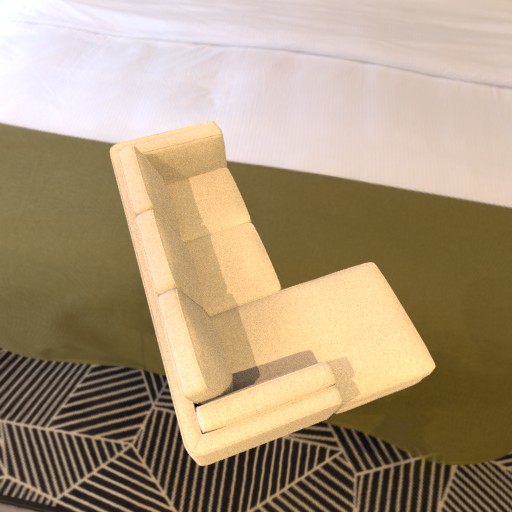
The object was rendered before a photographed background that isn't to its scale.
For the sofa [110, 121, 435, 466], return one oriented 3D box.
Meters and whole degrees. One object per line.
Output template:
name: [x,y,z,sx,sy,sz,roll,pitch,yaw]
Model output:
sofa: [0.000,0.000,3.213,1.604,0.929,2.411,-17,59,-11]
